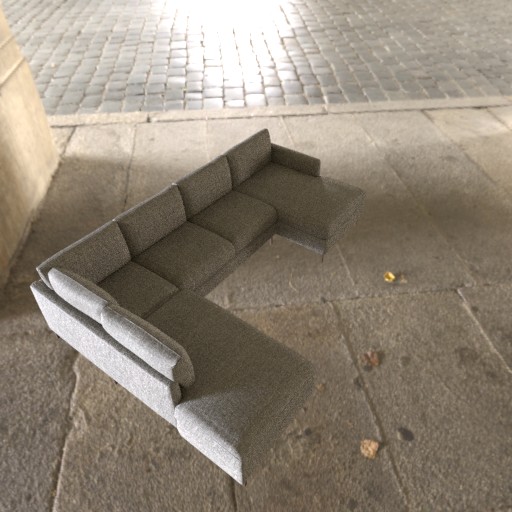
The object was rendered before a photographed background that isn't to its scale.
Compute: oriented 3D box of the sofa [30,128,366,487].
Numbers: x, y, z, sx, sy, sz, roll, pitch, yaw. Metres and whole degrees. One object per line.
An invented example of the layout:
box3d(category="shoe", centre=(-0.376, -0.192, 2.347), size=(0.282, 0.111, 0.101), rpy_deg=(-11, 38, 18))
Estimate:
box3d(category="sofa", centre=(0.000, 0.000, 3.522), size=(1.879, 0.756, 2.737), rpy_deg=(26, 48, 27))
